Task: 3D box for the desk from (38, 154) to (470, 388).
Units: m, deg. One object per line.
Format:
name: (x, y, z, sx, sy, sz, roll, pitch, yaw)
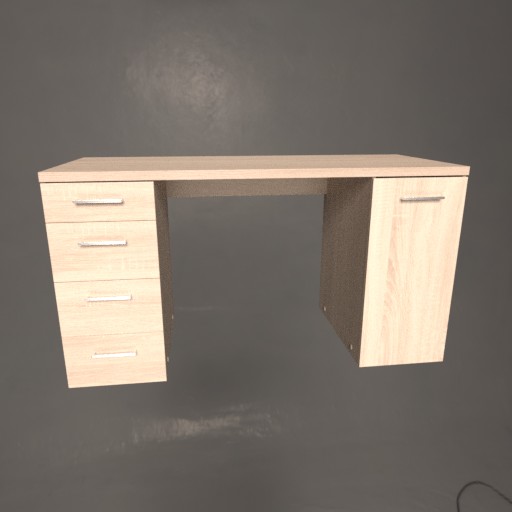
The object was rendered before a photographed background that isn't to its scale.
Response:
desk: (0.000, 0.000, 1.774, 1.390, 0.740, 0.600, -2, 17, -7)
